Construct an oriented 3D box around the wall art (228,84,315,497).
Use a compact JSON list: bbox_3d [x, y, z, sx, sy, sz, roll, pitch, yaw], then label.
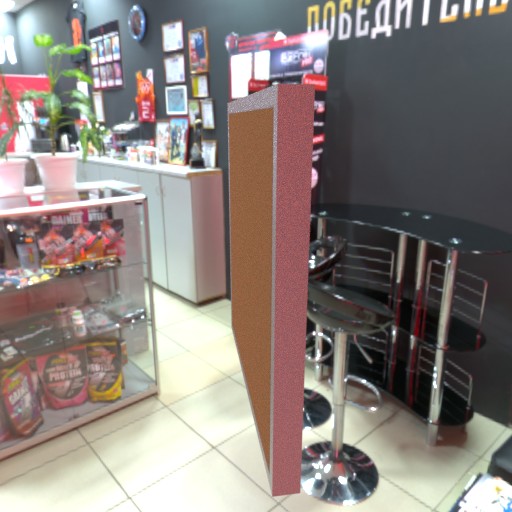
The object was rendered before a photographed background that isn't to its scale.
[{"bbox_3d":[0.000,0.000,0.749,0.038,0.506,0.506,-3,17,-9],"label":"wall art"}]
